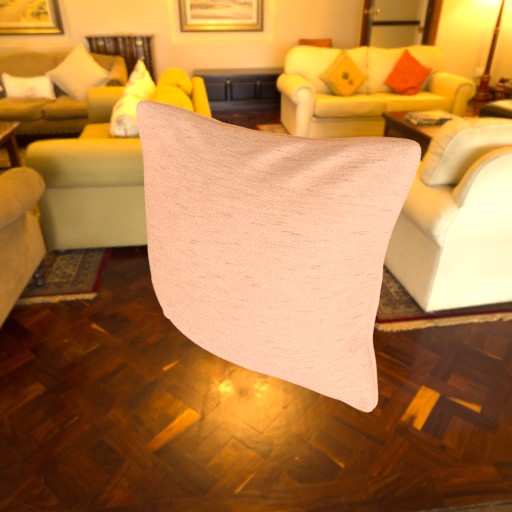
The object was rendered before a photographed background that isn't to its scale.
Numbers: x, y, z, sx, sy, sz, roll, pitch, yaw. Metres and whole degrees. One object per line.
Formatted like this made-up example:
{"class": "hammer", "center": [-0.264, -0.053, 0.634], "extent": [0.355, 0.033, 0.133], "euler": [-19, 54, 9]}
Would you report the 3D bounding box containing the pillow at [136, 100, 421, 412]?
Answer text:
{"class": "pillow", "center": [0.000, 0.000, 0.673], "extent": [0.432, 0.415, 0.246], "euler": [18, 35, 29]}
